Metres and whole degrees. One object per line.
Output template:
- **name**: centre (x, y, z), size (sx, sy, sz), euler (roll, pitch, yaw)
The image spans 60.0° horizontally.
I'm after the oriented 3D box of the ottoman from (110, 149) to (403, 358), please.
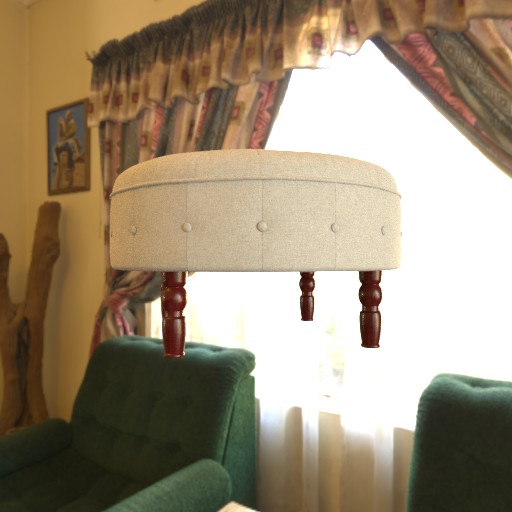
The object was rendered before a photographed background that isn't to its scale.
- **ottoman**: centre (0.000, 0.000, 1.352), size (0.849, 0.478, 0.849), euler (0, 0, 0)
